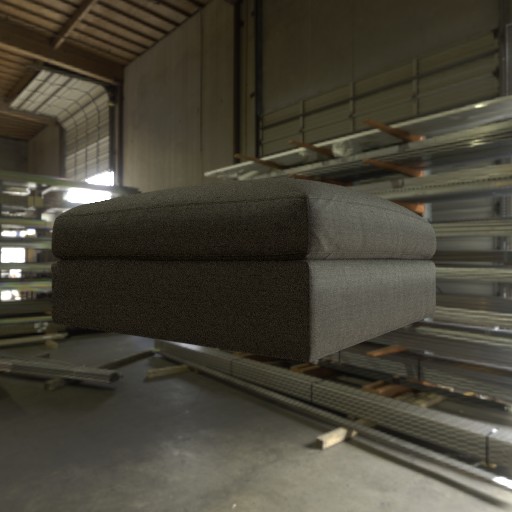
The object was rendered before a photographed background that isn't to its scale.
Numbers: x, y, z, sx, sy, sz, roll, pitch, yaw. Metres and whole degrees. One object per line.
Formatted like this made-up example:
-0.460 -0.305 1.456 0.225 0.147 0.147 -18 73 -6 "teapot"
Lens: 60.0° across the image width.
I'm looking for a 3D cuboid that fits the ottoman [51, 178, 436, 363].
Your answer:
0.000 0.000 1.642 1.041 0.470 1.041 0 -1 36 "ottoman"
